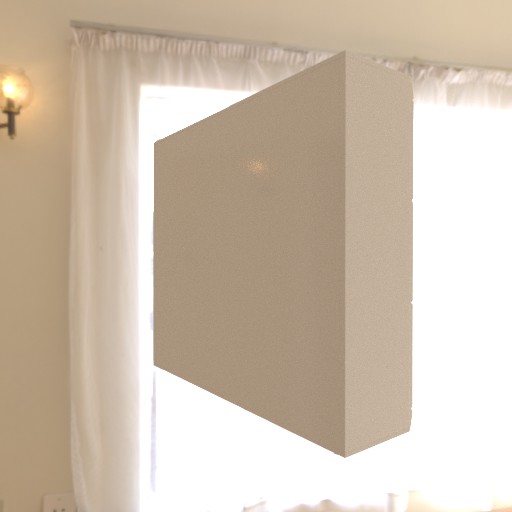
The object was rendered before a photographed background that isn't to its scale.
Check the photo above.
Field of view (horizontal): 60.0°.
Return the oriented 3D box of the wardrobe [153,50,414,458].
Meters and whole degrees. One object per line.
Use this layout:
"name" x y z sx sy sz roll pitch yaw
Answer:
"wardrobe" 0.000 0.000 1.929 0.360 1.200 1.340 0 0 -37
